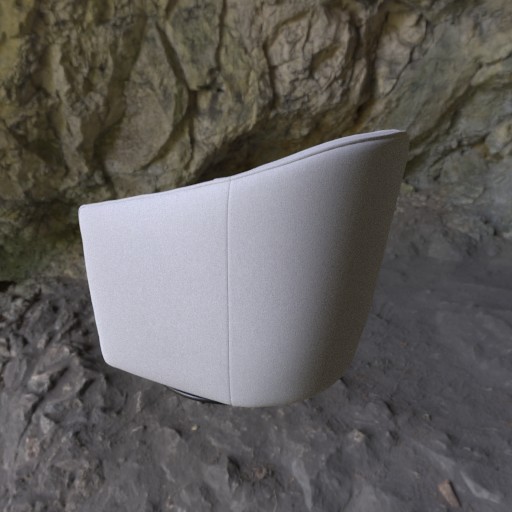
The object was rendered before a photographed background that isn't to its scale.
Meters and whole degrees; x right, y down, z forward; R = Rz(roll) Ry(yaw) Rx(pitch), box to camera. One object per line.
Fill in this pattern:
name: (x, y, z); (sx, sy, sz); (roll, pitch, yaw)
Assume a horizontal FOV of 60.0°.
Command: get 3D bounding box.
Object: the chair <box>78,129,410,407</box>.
chair: (0.000, 0.000, 1.444); (0.875, 0.799, 0.747); (9, 19, 27)
